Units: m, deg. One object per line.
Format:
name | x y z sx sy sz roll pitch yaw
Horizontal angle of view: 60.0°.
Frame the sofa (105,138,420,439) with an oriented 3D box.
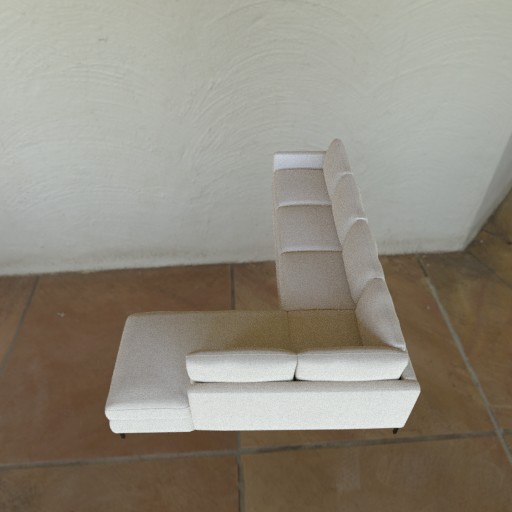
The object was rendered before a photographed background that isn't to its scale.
sofa | 0.000 0.000 3.900 2.007 0.815 2.949 0 43 0
